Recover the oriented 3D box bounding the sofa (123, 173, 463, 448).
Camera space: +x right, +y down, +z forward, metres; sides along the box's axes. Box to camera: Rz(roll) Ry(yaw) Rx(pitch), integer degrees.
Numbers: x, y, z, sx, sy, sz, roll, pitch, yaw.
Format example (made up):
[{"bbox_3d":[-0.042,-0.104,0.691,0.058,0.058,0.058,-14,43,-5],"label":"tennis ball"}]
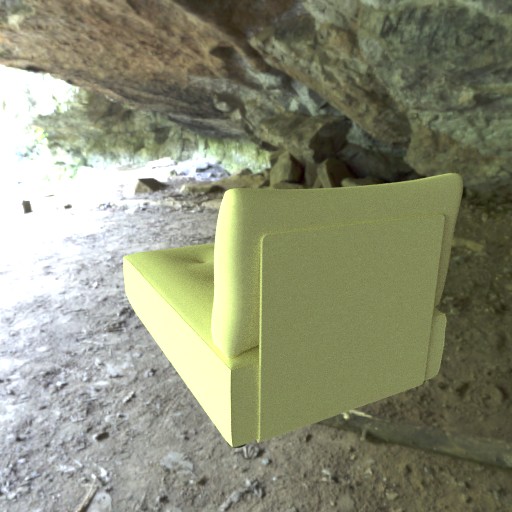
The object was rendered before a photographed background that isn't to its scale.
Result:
[{"bbox_3d":[0.000,0.000,2.054,0.930,0.820,1.450,-8,17,-27],"label":"sofa"}]
